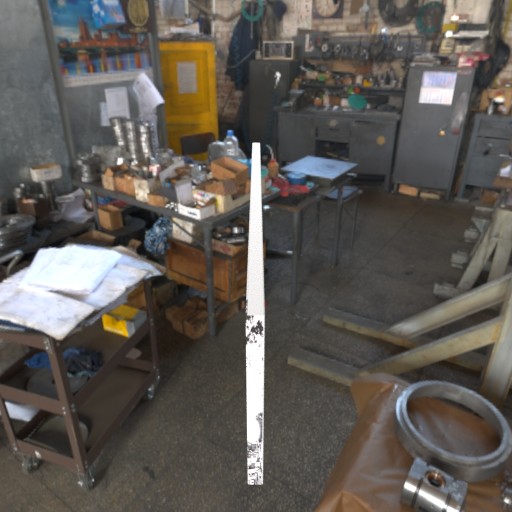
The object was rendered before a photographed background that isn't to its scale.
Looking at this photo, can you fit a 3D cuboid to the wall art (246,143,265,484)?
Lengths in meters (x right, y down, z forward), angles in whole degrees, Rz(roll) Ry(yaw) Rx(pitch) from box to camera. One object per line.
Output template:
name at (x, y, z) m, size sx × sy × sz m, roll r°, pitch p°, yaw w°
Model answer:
wall art at (0.000, 0.000, 1.669) m, size 0.039 × 0.507 × 1.520 m, roll 0°, pitch 27°, yaw 0°
